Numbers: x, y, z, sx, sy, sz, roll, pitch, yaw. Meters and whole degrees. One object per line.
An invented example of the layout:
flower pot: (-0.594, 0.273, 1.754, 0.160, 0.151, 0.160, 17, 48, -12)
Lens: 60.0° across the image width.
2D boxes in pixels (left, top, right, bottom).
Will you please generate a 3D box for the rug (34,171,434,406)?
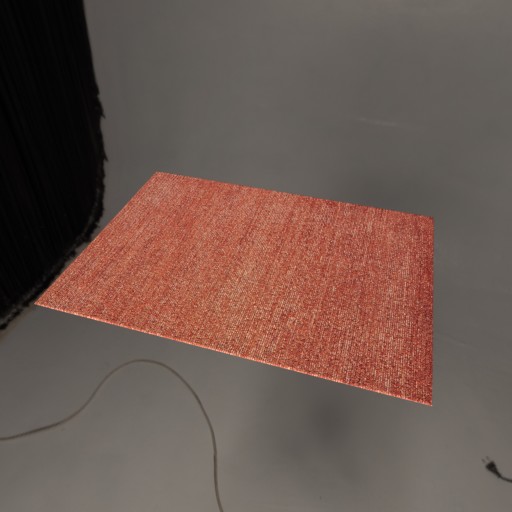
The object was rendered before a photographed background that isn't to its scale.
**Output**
rug: (0.000, 0.000, 5.177, 3.965, 0.025, 2.803, 11, 42, 13)
